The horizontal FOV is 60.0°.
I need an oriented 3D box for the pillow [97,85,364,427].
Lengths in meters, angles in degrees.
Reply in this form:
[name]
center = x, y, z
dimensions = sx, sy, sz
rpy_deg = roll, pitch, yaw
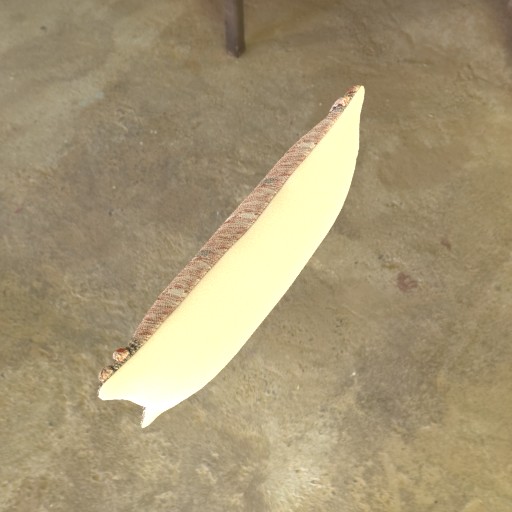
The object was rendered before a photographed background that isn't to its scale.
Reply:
[pillow]
center = 0.000, 0.000, 0.737
dimensions = 0.139, 0.282, 0.635
rpy_deg = 33, 68, 15
